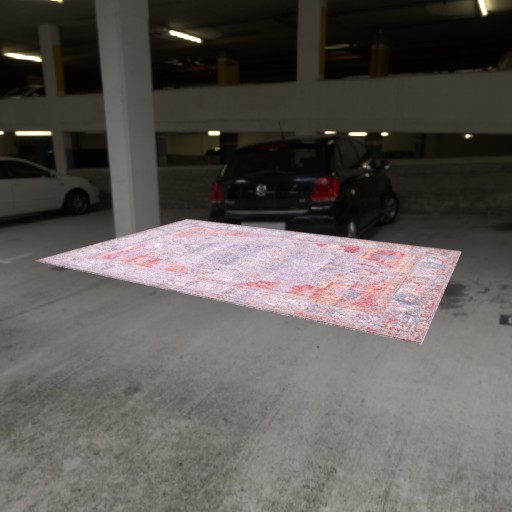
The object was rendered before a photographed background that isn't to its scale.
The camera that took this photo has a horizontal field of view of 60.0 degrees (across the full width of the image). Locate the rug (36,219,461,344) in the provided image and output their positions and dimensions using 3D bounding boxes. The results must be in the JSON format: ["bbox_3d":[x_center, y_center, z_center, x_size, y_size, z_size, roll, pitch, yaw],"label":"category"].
[{"bbox_3d":[0.000,0.000,2.282,1.829,0.005,1.219,9,18,28],"label":"rug"}]
